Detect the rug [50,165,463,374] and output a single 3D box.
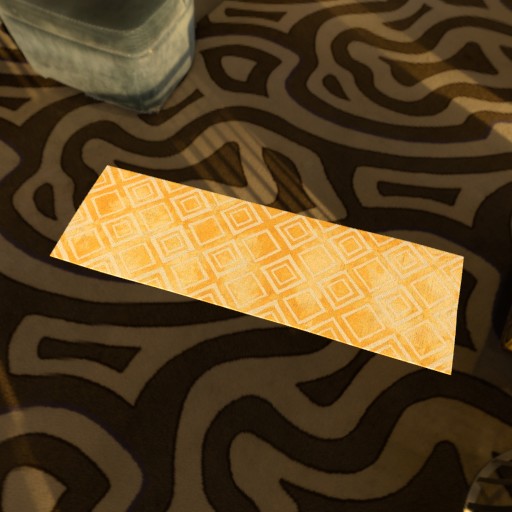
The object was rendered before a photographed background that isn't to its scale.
[{"bbox_3d":[0.000,0.000,2.734,2.438,0.010,0.775,15,61,9],"label":"rug"}]
